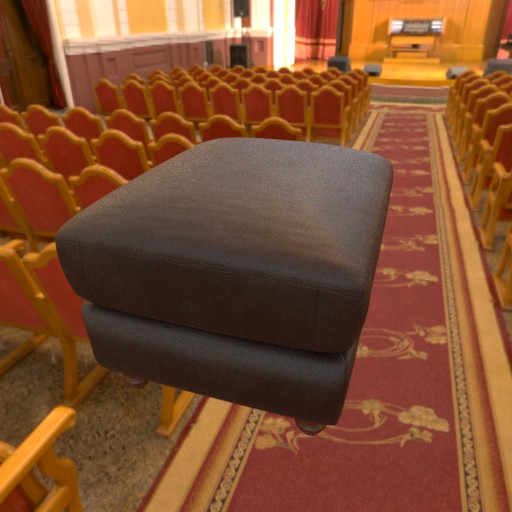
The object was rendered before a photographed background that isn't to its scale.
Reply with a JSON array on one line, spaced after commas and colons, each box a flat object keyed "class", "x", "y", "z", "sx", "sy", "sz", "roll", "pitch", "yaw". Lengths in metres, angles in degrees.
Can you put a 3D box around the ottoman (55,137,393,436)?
[{"class": "ottoman", "x": 0.000, "y": 0.000, "z": 1.254, "sx": 0.670, "sy": 0.569, "sz": 0.806, "roll": 9, "pitch": 30, "yaw": 16}]
